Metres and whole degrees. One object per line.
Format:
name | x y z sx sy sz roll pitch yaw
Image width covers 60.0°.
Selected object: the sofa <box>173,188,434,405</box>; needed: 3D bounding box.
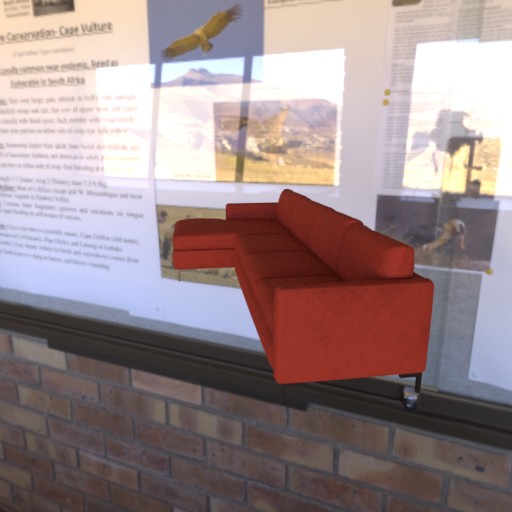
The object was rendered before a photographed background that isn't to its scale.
sofa | 0.000 0.000 2.936 1.136 0.663 2.467 -2 15 -8
